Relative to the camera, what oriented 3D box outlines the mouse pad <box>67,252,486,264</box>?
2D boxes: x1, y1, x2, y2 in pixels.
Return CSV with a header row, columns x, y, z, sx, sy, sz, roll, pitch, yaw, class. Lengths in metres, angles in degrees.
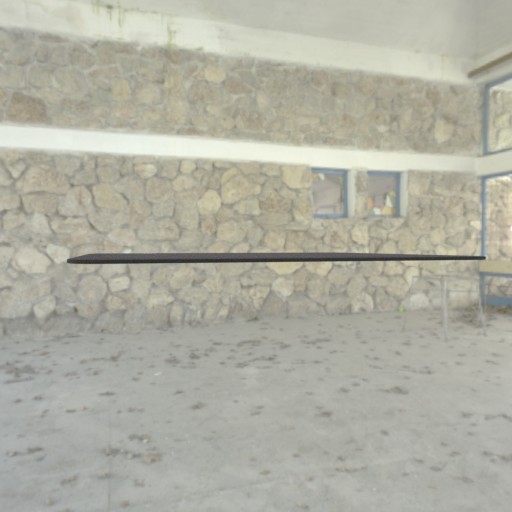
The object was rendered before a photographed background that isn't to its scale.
x,y,z,sx,sy,sz,roll,pitch,yaw,class
0.000,0.000,0.337,0.249,0.002,0.211,0,1,-17,mouse pad
